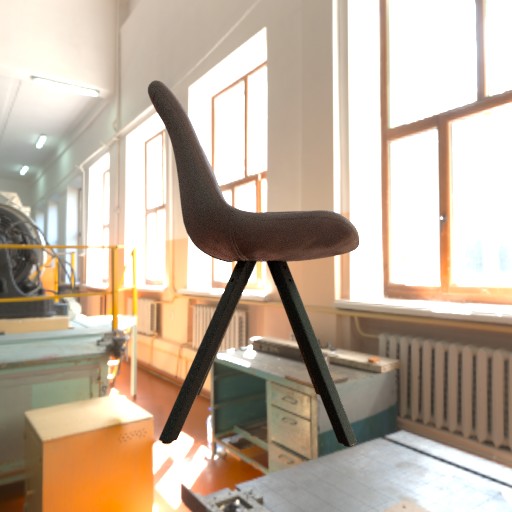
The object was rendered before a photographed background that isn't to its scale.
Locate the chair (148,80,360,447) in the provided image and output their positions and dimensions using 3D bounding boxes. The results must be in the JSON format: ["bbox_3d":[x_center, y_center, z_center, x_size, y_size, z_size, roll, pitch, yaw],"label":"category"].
[{"bbox_3d":[0.000,0.000,1.215,0.547,0.865,0.483,0,-2,1],"label":"chair"}]
